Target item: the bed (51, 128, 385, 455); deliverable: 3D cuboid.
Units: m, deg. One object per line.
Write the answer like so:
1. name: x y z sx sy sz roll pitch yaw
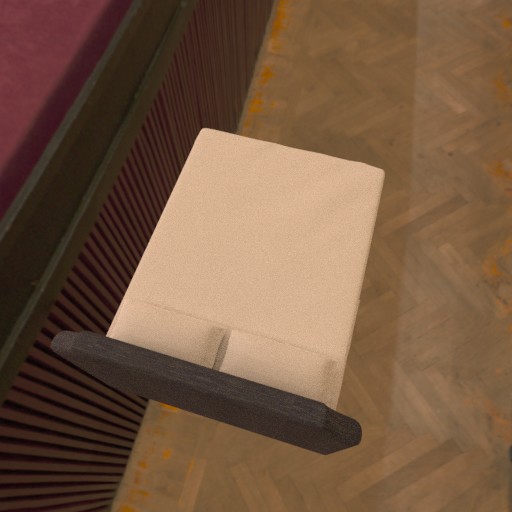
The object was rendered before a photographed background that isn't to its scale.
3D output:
1. bed: 0.000 0.000 3.092 1.693 1.290 2.116 15 65 7
